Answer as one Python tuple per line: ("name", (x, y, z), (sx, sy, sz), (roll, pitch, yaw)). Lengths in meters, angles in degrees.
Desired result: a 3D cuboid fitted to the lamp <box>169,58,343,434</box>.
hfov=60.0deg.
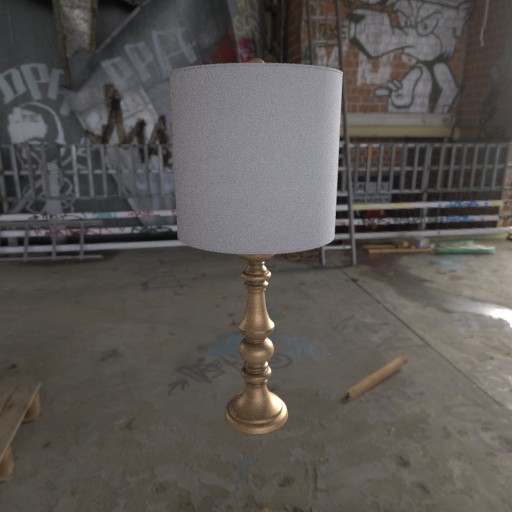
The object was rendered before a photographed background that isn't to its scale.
("lamp", (0.000, 0.000, 0.726), (0.250, 0.597, 0.250), (3, 16, 10))
